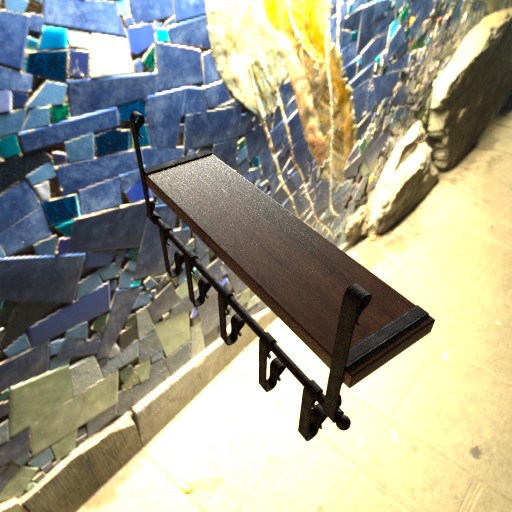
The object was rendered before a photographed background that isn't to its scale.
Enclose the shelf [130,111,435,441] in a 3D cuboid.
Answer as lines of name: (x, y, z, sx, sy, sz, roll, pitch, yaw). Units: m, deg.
shelf: (0.000, 0.000, 0.712, 0.146, 0.330, 0.567, -25, 46, -26)
